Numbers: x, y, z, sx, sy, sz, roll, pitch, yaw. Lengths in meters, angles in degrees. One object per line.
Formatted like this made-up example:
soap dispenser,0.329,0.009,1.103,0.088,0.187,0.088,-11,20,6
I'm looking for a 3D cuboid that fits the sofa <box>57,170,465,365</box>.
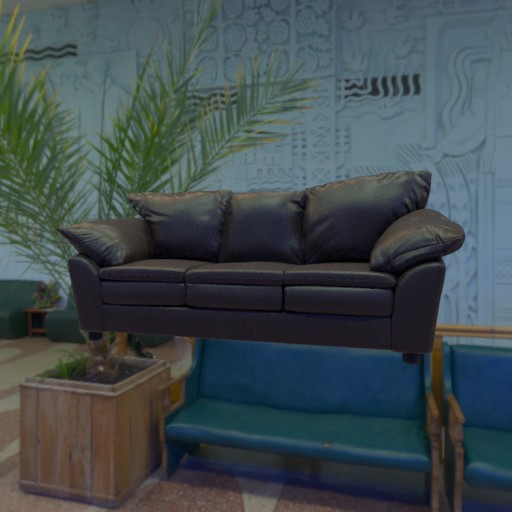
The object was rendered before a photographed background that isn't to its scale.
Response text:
sofa,0.000,0.000,2.875,2.390,1.091,0.907,0,1,17
